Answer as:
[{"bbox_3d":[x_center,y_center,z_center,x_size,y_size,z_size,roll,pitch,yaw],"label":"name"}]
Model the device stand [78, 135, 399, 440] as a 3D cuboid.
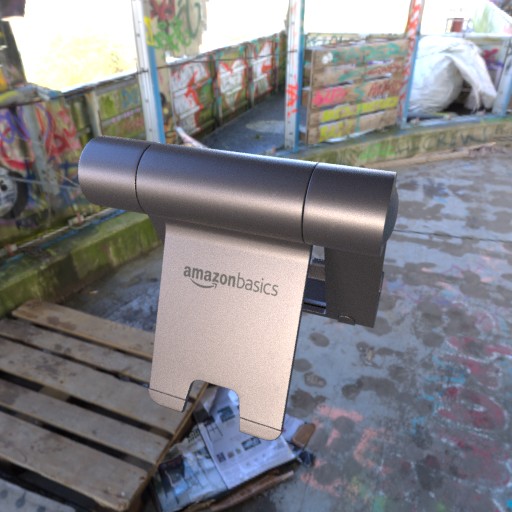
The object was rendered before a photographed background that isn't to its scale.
[{"bbox_3d":[0.000,0.000,0.154,0.088,0.084,0.079,11,33,18],"label":"device stand"}]
